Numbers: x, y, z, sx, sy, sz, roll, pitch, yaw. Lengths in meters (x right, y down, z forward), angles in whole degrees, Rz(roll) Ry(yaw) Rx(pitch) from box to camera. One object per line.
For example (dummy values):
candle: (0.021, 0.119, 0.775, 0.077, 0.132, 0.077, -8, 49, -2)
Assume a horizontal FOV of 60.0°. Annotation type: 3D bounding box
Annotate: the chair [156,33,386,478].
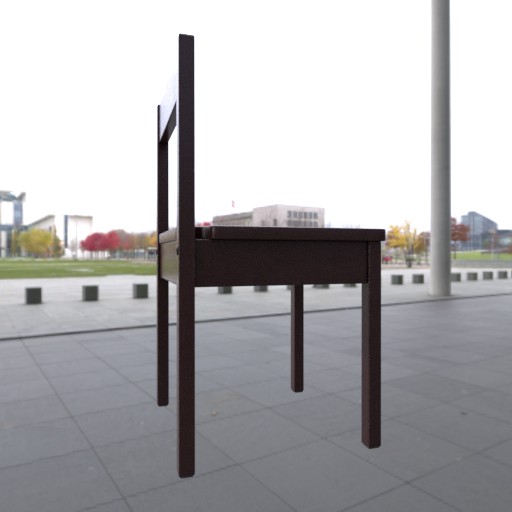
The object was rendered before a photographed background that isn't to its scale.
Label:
chair: (0.000, 0.000, 0.885, 0.361, 0.668, 0.367, 0, 0, -18)
